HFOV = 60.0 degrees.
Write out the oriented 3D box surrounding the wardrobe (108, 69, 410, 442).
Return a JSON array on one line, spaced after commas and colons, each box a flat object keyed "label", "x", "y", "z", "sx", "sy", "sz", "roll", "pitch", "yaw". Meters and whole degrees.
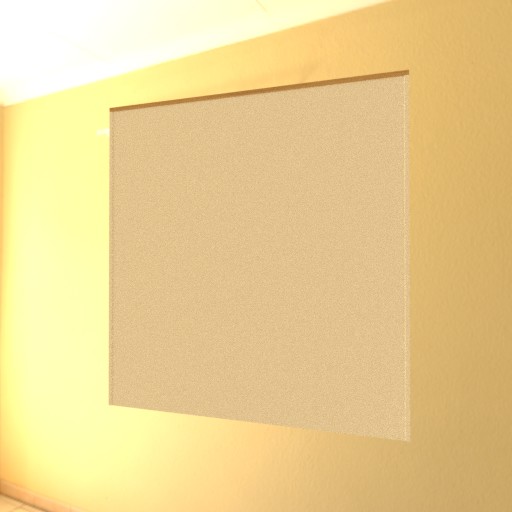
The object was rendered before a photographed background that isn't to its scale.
[{"label": "wardrobe", "x": 0.000, "y": 0.000, "z": 3.309, "sx": 2.160, "sy": 2.260, "sz": 0.590, "roll": 0, "pitch": -1, "yaw": 18}]
